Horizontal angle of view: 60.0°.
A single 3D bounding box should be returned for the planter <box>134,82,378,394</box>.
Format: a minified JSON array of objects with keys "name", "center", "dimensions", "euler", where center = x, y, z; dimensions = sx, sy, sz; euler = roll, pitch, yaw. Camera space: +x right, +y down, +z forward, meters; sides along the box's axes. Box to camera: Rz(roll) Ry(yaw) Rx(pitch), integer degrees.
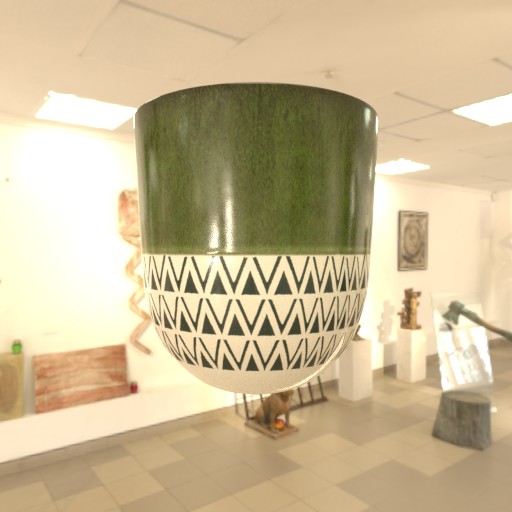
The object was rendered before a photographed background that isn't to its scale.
[{"name":"planter","center":[0.000,0.000,0.462],"dimensions":[0.245,0.270,0.245],"euler":[0,1,0]}]
